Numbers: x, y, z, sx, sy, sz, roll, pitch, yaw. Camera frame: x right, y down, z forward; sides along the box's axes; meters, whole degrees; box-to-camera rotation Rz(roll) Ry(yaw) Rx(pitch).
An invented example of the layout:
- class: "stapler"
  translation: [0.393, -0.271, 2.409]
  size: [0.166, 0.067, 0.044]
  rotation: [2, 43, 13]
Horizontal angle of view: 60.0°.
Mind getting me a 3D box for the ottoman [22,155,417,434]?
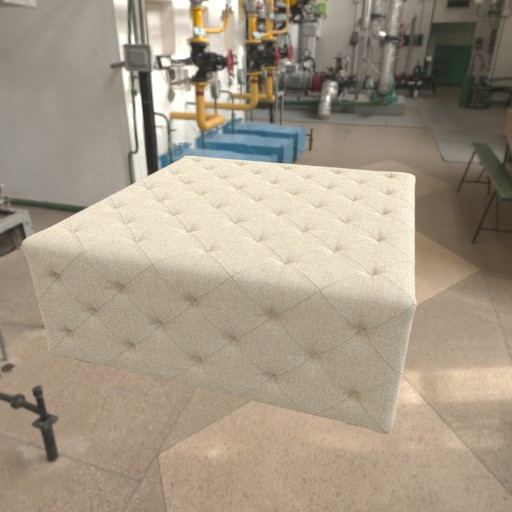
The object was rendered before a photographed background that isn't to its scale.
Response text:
- class: "ottoman"
  translation: [0.000, 0.000, 1.579]
  size: [1.028, 0.439, 1.028]
  rotation: [8, 27, 16]
